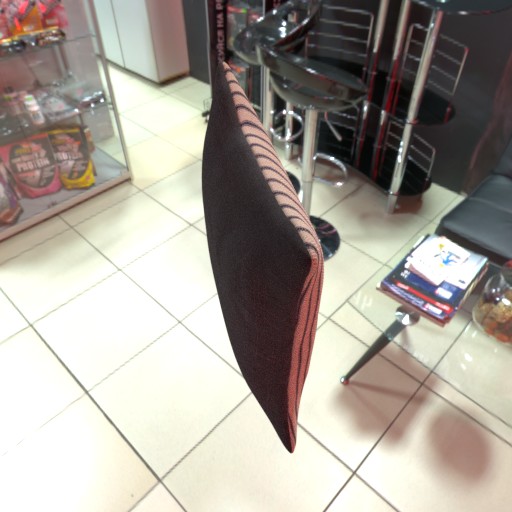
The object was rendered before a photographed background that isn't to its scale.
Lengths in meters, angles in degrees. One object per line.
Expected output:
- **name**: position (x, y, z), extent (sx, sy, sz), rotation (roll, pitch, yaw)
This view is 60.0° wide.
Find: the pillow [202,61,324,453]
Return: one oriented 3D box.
- **pillow**: position (0.000, 0.000, 0.710), extent (0.138, 0.444, 0.468), rotation (-10, 45, -9)
